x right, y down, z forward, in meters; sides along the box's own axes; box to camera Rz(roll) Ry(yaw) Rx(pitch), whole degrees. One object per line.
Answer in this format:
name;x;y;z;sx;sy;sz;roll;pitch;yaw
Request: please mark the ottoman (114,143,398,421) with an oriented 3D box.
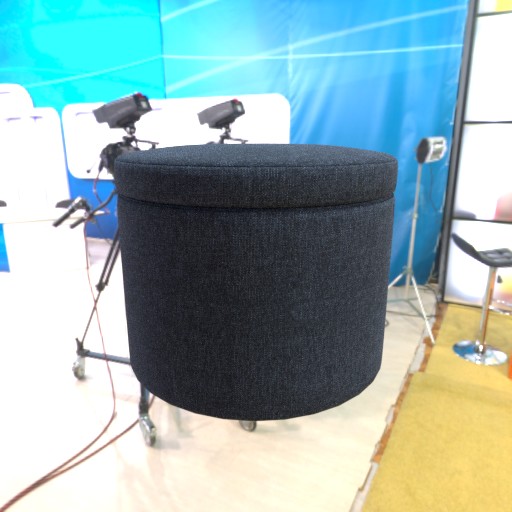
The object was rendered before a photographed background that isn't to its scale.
ottoman;0.000;0.000;0.859;0.500;0.419;0.500;0;15;0
